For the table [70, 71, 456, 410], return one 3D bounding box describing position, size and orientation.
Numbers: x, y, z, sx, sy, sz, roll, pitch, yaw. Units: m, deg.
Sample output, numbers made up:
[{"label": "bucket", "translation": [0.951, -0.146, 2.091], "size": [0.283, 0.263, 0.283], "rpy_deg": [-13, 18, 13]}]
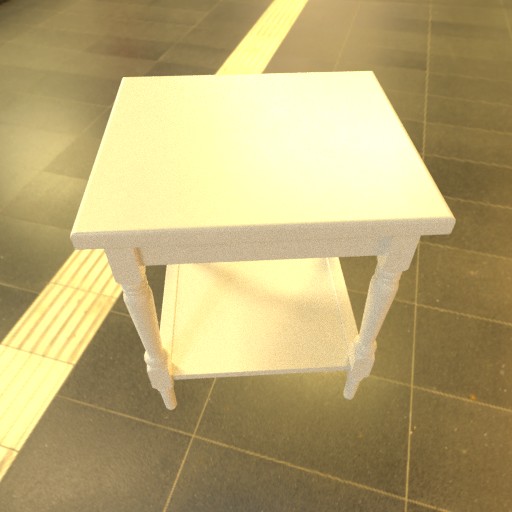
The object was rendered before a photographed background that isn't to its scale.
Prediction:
[{"label": "table", "translation": [0.000, 0.000, 0.910], "size": [0.488, 0.565, 0.442], "rpy_deg": [-2, 46, -2]}]
